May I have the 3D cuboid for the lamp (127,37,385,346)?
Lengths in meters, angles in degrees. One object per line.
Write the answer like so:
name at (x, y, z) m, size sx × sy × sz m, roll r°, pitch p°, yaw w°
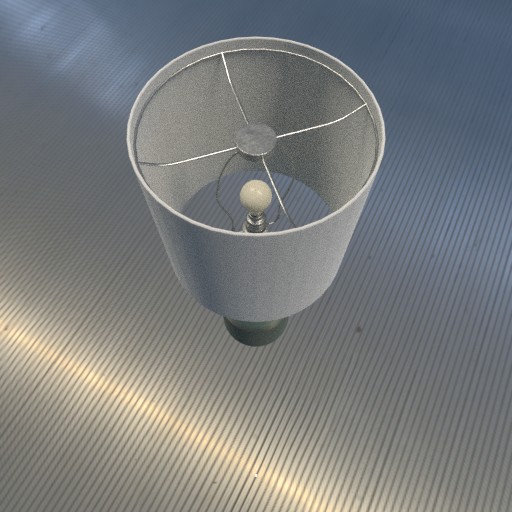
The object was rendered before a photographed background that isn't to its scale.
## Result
lamp at (0.000, 0.000, 0.586) m, size 0.212 × 0.493 × 0.212 m, roll -17°, pitch 65°, yaw -8°
